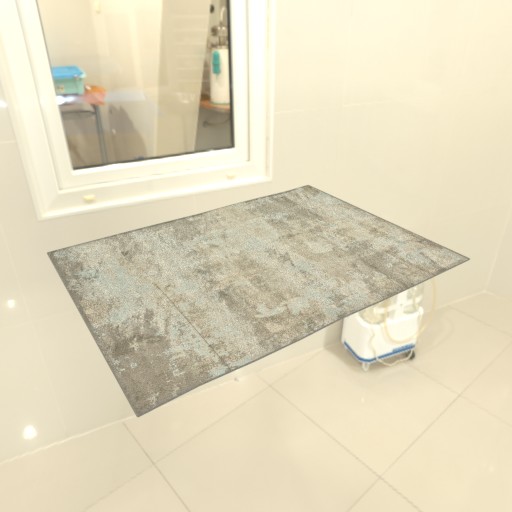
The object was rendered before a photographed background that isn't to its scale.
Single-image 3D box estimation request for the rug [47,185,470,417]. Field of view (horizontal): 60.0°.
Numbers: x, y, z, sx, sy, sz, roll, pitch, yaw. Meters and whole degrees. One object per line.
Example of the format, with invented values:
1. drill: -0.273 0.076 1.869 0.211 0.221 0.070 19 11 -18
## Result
1. rug: 0.000 0.000 4.267 3.307 0.013 2.393 -19 35 -29
